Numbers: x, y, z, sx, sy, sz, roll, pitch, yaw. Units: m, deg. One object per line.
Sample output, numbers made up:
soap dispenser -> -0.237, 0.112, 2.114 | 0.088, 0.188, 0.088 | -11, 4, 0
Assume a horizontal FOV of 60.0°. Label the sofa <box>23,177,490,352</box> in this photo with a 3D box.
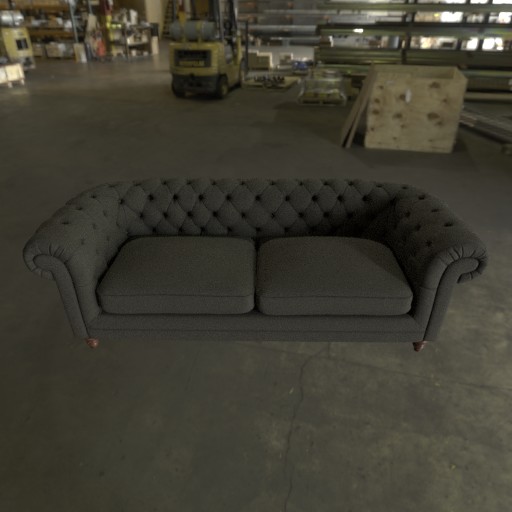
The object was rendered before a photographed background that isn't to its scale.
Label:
sofa -> 0.000, 0.000, 2.741 | 2.362, 0.762, 0.991 | 0, 30, 1
